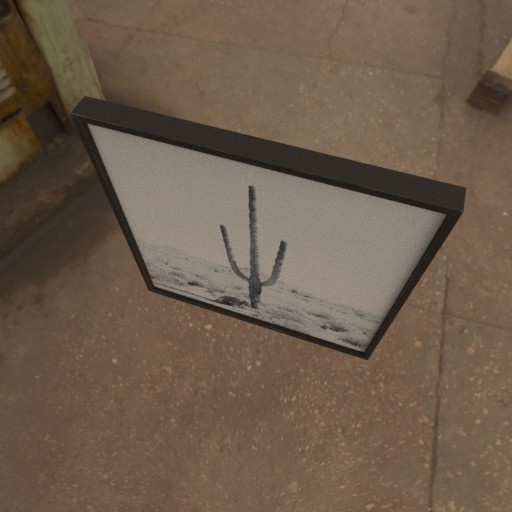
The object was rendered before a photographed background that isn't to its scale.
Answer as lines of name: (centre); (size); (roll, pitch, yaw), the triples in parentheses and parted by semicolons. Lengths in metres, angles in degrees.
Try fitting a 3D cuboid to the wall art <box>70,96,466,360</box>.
wall art: (0.000, 0.000, 0.768); (0.508, 0.508, 0.038); (16, 59, 10)
